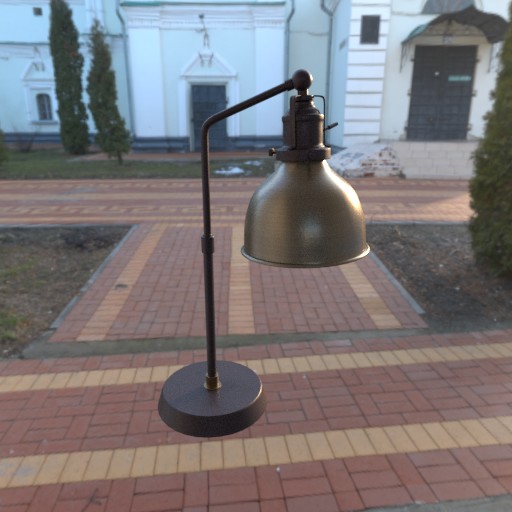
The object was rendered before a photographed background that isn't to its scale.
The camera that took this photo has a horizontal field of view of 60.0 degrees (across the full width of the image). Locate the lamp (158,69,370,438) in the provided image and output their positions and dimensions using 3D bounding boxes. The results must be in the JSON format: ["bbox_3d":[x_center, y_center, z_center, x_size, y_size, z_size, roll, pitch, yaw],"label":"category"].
[{"bbox_3d":[0.000,0.000,0.602,0.298,0.469,0.175,3,17,10],"label":"lamp"}]
